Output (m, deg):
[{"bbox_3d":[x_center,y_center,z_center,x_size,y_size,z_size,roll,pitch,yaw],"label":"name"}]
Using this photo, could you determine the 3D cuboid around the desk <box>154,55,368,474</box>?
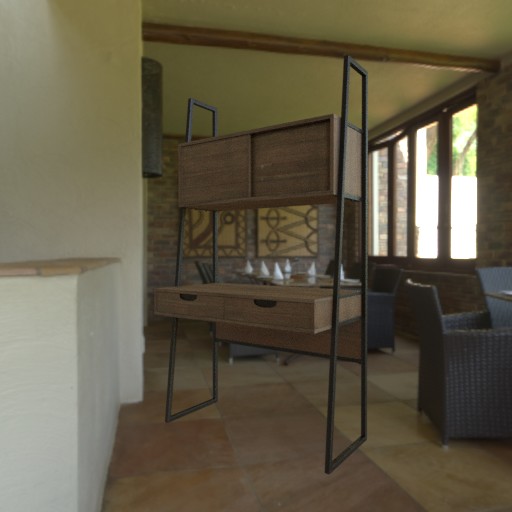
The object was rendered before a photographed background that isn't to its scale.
[{"bbox_3d":[0.000,0.000,2.250,0.982,1.809,0.515,0,1,35],"label":"desk"}]
